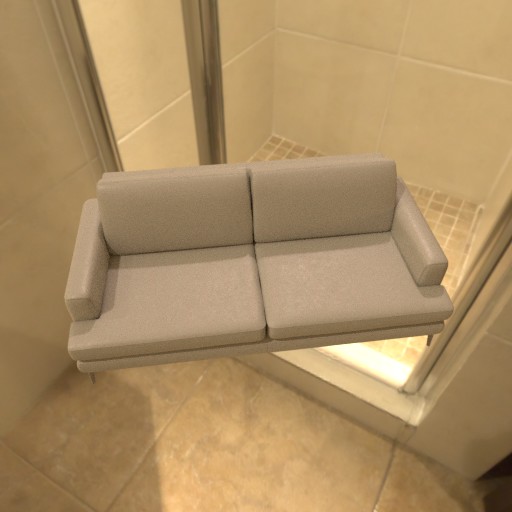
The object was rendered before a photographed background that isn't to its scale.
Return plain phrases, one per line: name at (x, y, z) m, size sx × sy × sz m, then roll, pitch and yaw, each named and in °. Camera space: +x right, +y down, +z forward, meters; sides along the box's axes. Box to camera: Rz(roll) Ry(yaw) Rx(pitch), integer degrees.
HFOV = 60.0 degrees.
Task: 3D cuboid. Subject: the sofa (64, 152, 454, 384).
sofa at (0.000, 0.000, 2.479) m, size 1.940 × 0.765 × 0.974 m, roll -5°, pitch 48°, yaw -5°
